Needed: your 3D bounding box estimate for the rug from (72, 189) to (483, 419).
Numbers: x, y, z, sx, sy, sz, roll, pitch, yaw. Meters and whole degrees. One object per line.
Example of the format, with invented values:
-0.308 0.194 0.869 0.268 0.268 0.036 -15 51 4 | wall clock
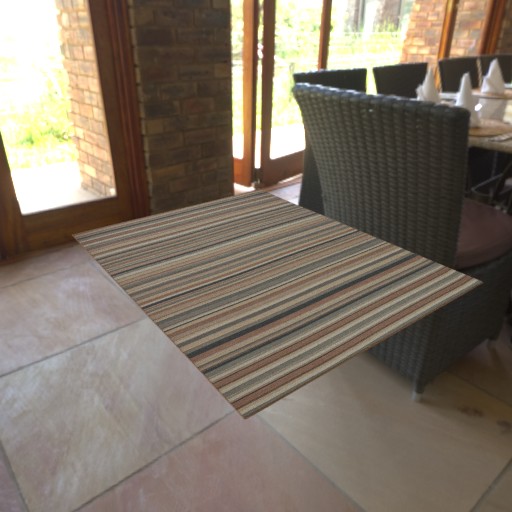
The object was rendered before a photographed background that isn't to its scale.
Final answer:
0.000 0.000 4.106 2.436 0.011 3.045 -19 32 -32 | rug
